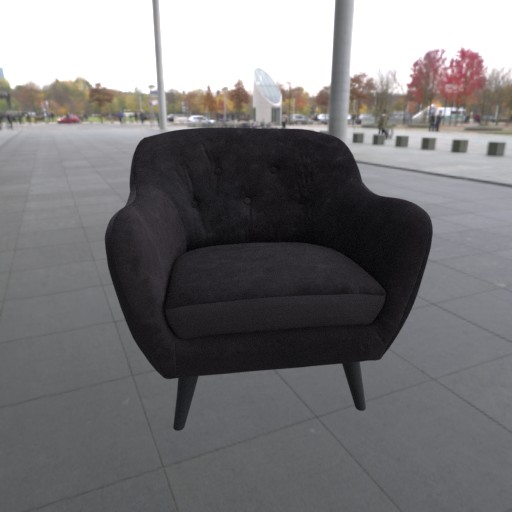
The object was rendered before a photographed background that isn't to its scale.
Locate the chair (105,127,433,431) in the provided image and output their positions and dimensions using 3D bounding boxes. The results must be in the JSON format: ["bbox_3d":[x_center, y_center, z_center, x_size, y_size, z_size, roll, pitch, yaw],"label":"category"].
[{"bbox_3d":[0.000,0.000,1.484,0.840,0.807,0.819,-3,18,-9],"label":"chair"}]
